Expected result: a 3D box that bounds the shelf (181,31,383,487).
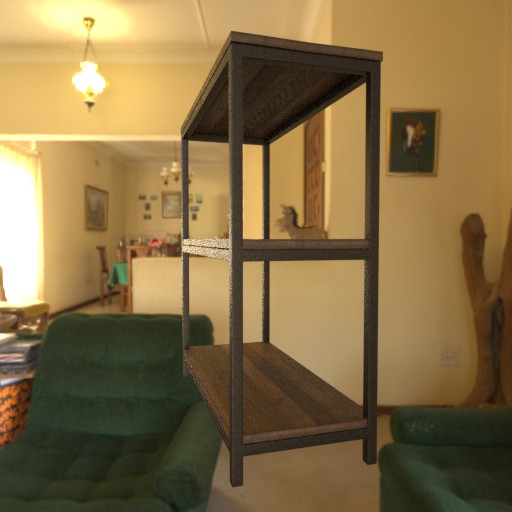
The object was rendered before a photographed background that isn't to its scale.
[{"bbox_3d":[0.000,0.000,1.360,0.352,0.947,0.822,-1,2,-17],"label":"shelf"}]
